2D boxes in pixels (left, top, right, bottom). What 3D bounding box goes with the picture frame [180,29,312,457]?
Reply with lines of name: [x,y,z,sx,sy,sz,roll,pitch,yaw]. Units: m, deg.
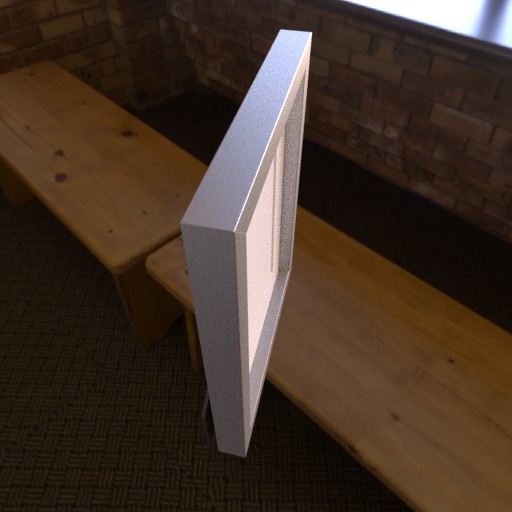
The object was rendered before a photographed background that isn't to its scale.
picture frame: [0.000,0.000,0.377,0.036,0.282,0.233,10,48,9]
